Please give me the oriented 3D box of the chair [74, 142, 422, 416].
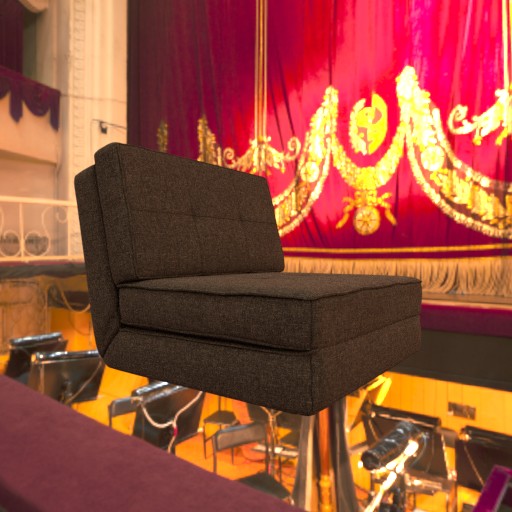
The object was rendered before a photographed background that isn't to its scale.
[{"bbox_3d":[0.000,0.000,1.337,0.800,0.615,0.740,0,0,36],"label":"chair"}]
